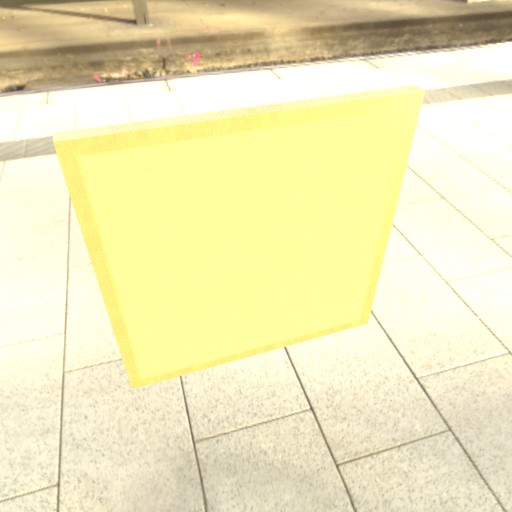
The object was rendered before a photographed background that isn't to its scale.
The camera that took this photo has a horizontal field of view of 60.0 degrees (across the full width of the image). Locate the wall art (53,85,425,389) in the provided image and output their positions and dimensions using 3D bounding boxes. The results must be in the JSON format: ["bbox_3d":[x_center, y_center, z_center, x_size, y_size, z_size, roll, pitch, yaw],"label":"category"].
[{"bbox_3d":[0.000,0.000,2.865,1.935,1.936,0.097,-12,42,-14],"label":"wall art"}]
